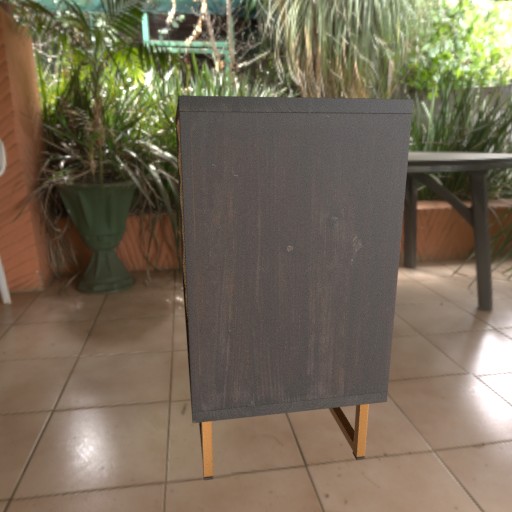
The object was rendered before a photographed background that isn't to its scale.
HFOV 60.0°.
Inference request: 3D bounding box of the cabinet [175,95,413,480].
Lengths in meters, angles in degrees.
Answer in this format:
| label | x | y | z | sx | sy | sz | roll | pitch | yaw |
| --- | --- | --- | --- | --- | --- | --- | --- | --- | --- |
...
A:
| label | x | y | z | sx | sy | sz | roll | pitch | yaw |
| --- | --- | --- | --- | --- | --- | --- | --- | --- | --- |
| cabinet | 0.000 | 0.000 | 1.385 | 0.451 | 0.860 | 0.950 | -3 | 15 | -10 |
